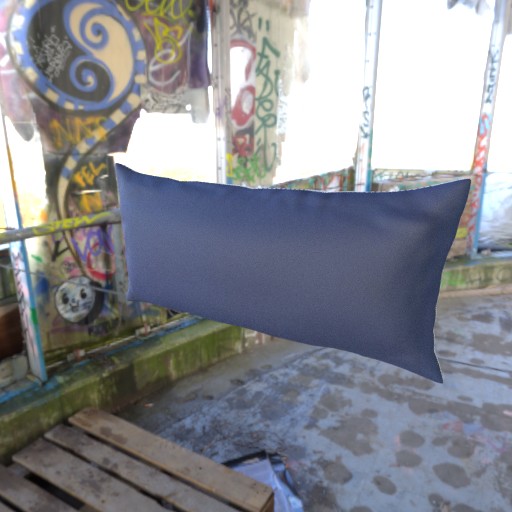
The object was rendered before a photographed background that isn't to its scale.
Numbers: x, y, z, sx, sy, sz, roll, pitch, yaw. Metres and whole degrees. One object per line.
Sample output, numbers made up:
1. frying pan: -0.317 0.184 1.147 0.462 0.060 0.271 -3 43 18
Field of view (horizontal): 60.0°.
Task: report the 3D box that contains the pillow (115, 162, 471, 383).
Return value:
1. pillow: 0.000 0.000 0.729 0.610 0.287 0.151 9 19 28
